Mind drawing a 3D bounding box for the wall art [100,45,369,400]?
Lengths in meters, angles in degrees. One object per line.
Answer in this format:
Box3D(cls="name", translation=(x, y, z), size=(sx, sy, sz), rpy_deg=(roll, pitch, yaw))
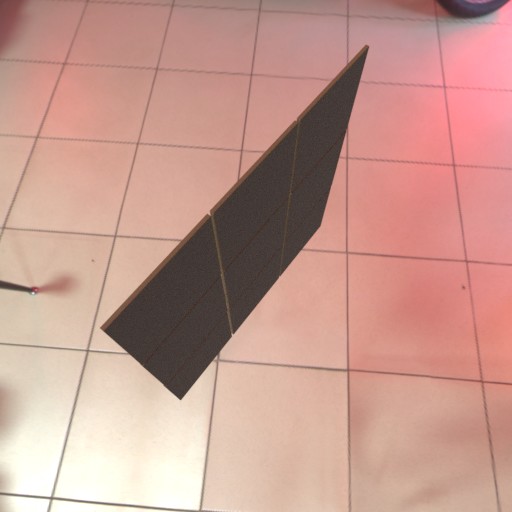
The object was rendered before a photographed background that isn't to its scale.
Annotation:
Box3D(cls="wall art", translation=(0.000, 0.000, 2.267), size=(0.017, 1.521, 1.527), rpy_deg=(35, 69, 15))
